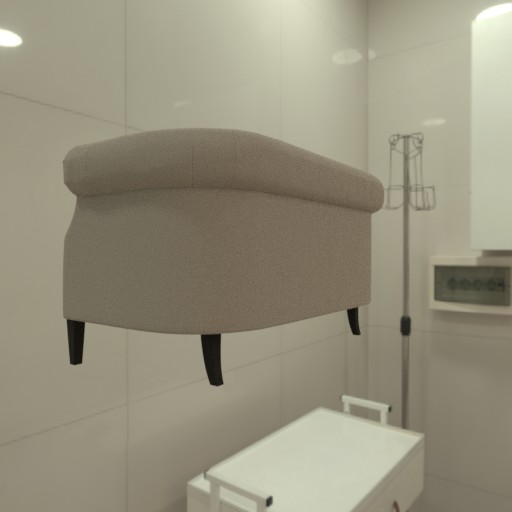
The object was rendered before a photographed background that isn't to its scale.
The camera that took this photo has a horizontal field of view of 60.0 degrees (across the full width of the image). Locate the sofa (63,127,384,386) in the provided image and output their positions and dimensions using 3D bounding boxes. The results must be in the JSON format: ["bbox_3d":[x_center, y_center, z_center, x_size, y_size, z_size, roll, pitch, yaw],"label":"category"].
[{"bbox_3d":[0.000,0.000,2.024,0.835,0.827,1.558,0,1,37],"label":"sofa"}]
